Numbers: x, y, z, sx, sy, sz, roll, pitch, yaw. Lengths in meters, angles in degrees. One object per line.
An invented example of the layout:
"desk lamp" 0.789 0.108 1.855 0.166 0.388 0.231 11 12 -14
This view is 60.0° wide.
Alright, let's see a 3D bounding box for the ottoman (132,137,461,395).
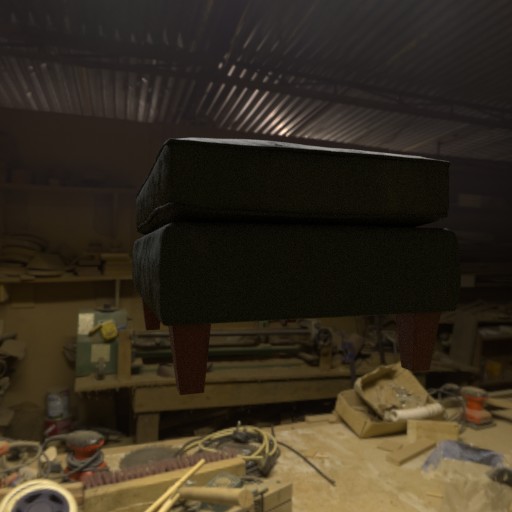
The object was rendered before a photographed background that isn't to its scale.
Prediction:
"ottoman" 0.000 0.000 1.230 0.632 0.495 0.864 0 0 -19
